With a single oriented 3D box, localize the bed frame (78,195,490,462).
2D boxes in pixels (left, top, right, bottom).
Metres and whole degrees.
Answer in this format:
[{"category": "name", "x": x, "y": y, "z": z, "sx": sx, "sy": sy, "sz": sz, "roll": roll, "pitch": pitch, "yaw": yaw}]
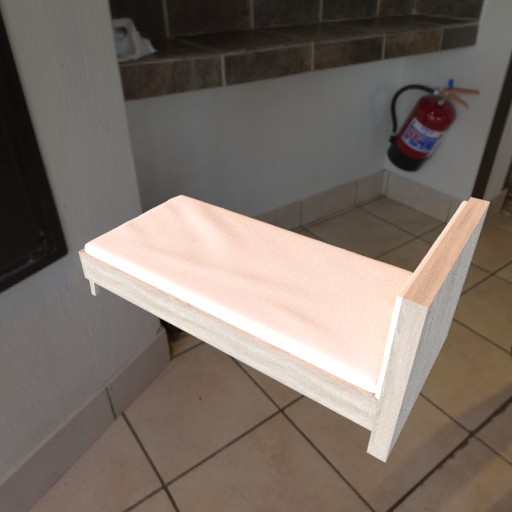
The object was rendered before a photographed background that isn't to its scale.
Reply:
[{"category": "bed frame", "x": 0.000, "y": 0.000, "z": 2.625, "sx": 2.140, "sy": 0.920, "sz": 0.990, "roll": 21, "pitch": 39, "yaw": 29}]
